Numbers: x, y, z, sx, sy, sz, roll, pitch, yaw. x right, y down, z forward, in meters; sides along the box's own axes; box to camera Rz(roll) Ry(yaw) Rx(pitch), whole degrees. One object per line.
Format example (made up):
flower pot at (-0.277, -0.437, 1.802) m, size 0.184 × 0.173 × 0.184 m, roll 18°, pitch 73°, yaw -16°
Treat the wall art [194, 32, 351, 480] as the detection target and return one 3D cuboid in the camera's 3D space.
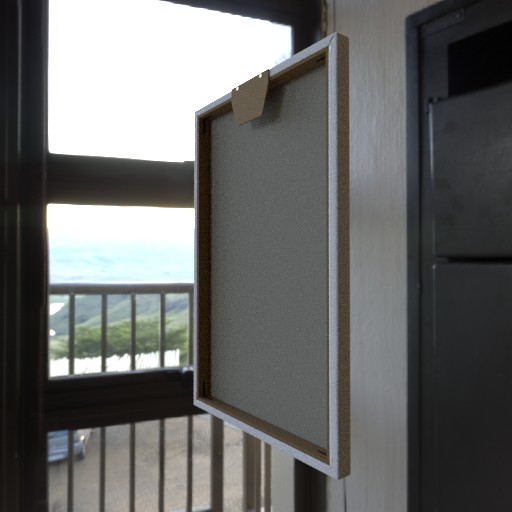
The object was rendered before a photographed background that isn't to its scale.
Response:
wall art at (0.000, 0.000, 1.153) m, size 0.048 × 0.916 × 0.602 m, roll 1°, pitch -1°, yaw -37°
